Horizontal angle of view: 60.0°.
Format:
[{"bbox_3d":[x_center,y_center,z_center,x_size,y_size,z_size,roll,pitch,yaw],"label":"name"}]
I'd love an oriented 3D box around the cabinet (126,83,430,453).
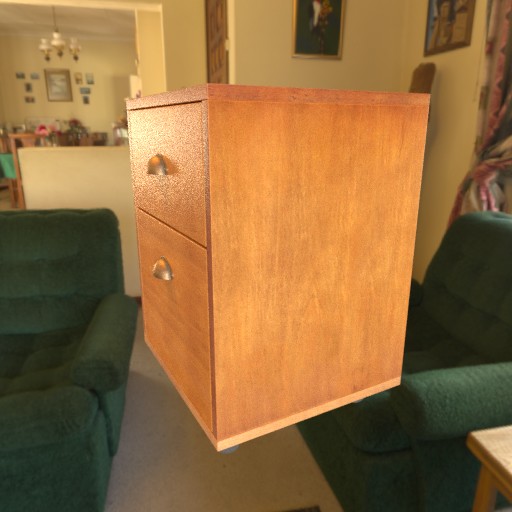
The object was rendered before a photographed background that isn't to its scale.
[{"bbox_3d":[0.000,0.000,0.857,0.401,0.579,0.409,-9,18,-27],"label":"cabinet"}]
